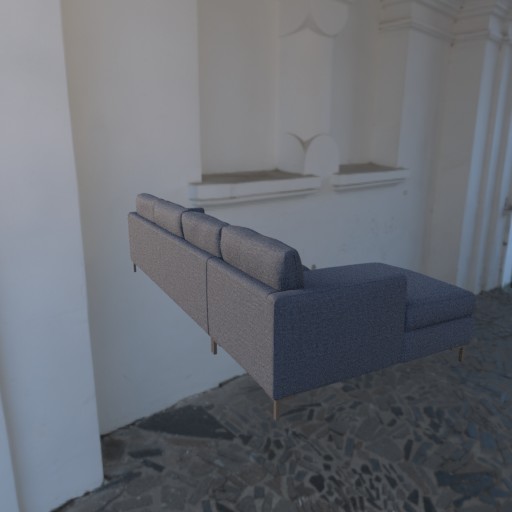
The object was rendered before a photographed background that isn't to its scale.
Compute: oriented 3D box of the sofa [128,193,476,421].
[{"bbox_3d":[0.000,0.000,2.897,1.125,0.673,2.445,-7,16,-27],"label":"sofa"}]
